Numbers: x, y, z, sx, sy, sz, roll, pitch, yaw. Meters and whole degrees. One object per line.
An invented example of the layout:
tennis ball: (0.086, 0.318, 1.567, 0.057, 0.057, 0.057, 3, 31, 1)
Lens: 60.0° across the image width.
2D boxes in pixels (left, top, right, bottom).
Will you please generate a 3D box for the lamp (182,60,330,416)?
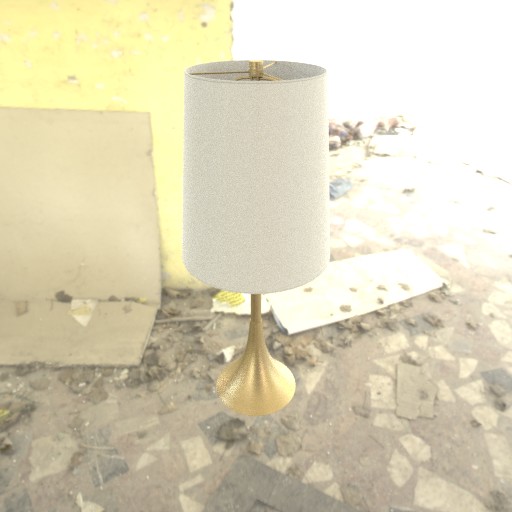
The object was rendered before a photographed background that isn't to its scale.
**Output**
lamp: (0.000, 0.000, 0.701, 0.231, 0.569, 0.231, 0, 31, 0)
